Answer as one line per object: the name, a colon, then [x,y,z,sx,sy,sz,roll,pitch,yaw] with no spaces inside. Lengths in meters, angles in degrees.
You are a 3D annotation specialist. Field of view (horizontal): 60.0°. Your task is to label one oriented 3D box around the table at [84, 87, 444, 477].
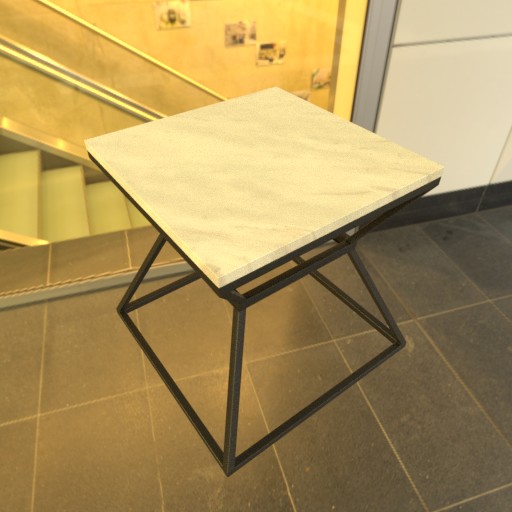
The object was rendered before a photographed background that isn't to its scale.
table: [0.000,0.000,0.839,0.455,0.431,0.455,-26,47,-27]
